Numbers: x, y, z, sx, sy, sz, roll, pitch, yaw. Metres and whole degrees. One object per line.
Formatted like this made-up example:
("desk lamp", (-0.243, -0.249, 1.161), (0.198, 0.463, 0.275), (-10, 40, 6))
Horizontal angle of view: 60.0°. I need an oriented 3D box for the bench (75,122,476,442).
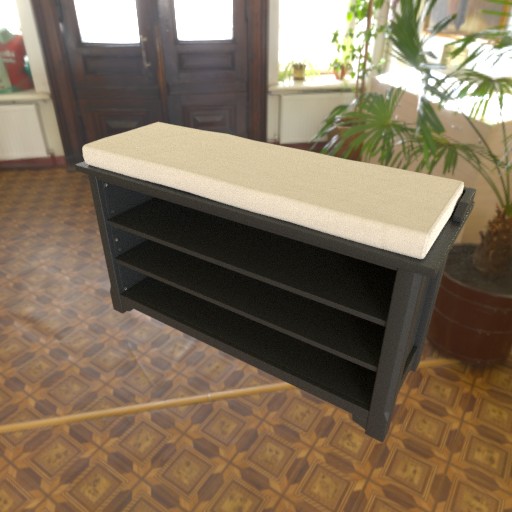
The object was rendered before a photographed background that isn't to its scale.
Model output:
("bench", (0.000, 0.000, 1.233), (0.973, 0.561, 0.345), (19, 36, 28))
